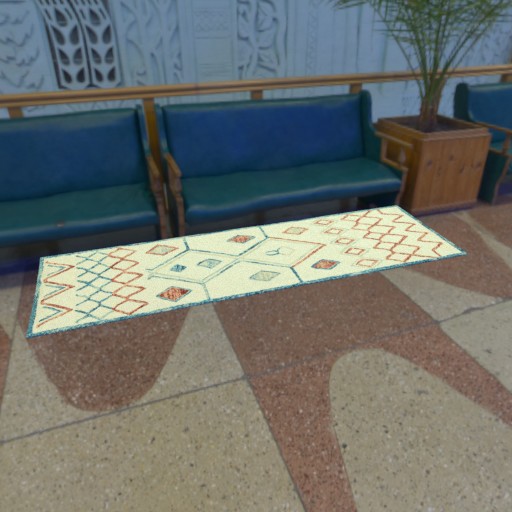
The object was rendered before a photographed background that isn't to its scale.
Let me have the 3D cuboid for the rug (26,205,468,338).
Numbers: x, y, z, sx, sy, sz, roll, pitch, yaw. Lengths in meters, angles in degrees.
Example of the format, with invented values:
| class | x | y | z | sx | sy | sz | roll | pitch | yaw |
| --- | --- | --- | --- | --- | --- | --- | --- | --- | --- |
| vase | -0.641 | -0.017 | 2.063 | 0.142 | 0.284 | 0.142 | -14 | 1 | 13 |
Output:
| class | x | y | z | sx | sy | sz | roll | pitch | yaw |
| --- | --- | --- | --- | --- | --- | --- | --- | --- | --- |
| rug | 0.000 | 0.000 | 2.639 | 2.435 | 0.011 | 0.750 | -9 | 32 | -16 |
